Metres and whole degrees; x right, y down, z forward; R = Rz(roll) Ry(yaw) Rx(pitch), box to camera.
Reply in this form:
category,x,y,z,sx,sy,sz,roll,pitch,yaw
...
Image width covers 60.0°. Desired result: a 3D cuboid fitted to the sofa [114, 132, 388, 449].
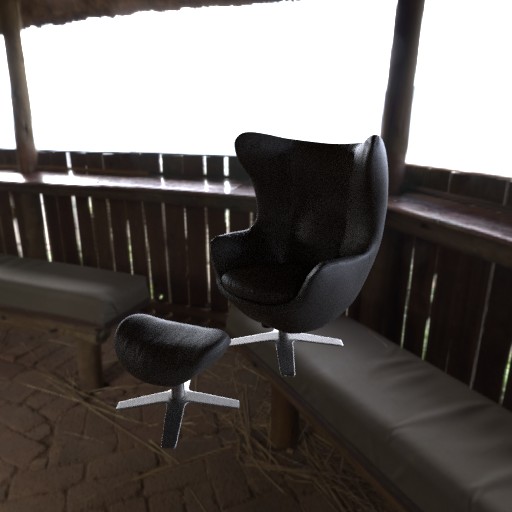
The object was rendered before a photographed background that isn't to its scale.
category,x,y,z,sx,sy,sz,roll,pitch,yaw
sofa,0.000,0.000,2.147,0.894,1.135,1.444,16,23,42
